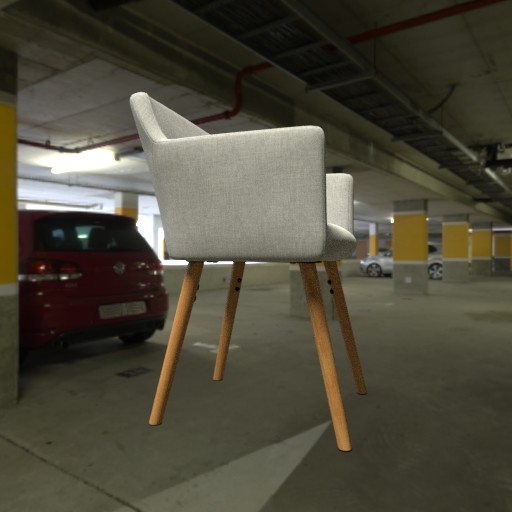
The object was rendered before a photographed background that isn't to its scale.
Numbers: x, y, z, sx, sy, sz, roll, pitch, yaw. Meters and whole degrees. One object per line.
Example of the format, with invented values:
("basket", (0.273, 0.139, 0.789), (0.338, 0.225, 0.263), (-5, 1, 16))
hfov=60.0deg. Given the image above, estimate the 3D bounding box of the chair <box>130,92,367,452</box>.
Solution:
("chair", (0.000, 0.000, 1.157), (0.540, 0.780, 0.570), (0, 0, 18))
